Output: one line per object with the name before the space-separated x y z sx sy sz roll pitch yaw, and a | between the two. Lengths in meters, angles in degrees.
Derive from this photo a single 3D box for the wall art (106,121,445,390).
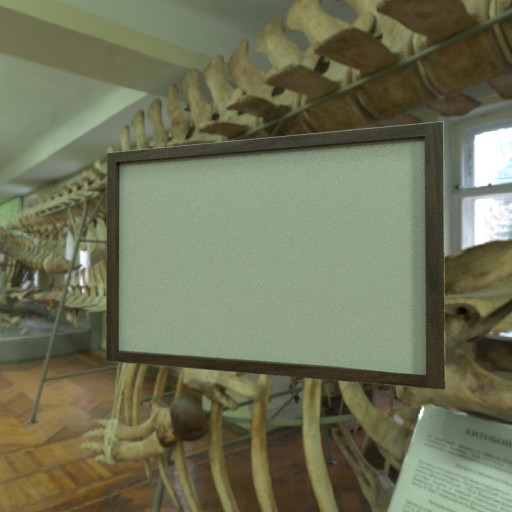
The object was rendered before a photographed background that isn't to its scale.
wall art | 0.000 0.000 1.940 1.520 1.016 0.051 0 -1 19
